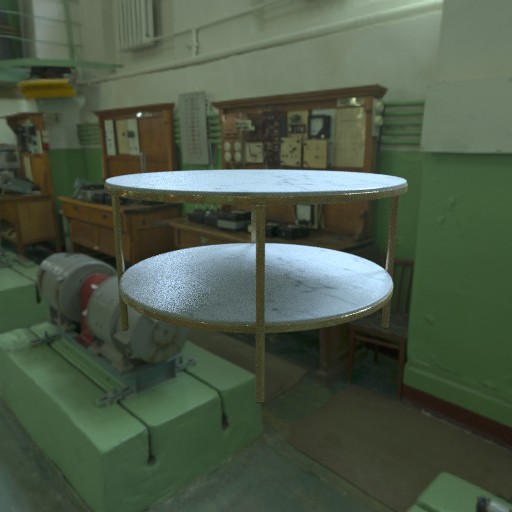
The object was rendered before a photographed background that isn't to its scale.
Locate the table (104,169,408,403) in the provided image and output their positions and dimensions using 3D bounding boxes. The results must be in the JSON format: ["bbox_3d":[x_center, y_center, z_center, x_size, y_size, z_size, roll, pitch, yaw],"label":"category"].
[{"bbox_3d":[0.000,0.000,1.283,0.800,0.450,0.800,0,14,0],"label":"table"}]
